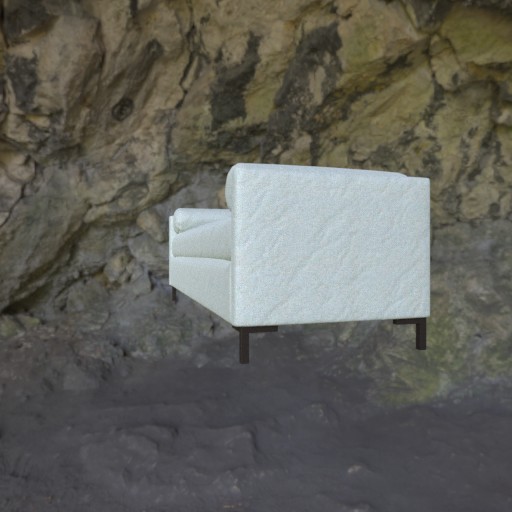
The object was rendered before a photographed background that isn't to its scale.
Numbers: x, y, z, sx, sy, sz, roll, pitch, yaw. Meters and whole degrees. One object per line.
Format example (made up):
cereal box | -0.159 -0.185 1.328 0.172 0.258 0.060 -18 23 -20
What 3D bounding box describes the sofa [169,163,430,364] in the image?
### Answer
sofa | 0.000 0.000 2.560 0.796 0.705 2.102 0 0 -17
